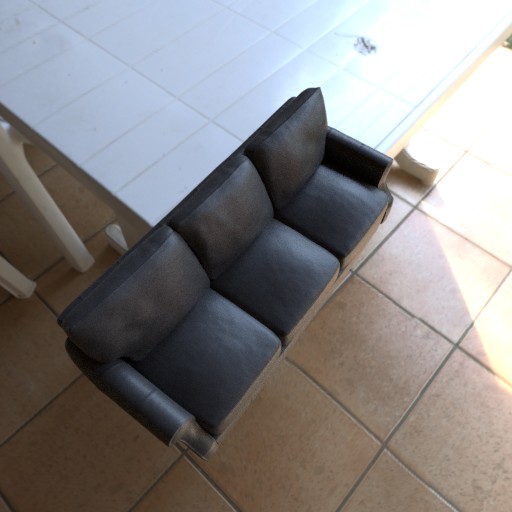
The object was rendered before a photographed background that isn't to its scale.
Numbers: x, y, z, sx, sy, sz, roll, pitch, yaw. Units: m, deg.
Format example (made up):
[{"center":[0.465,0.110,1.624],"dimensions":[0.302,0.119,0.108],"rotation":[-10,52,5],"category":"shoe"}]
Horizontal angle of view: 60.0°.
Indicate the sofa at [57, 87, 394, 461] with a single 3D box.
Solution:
[{"center":[0.000,0.000,2.852],"dimensions":[0.974,0.977,2.387],"rotation":[32,64,18],"category":"sofa"}]
